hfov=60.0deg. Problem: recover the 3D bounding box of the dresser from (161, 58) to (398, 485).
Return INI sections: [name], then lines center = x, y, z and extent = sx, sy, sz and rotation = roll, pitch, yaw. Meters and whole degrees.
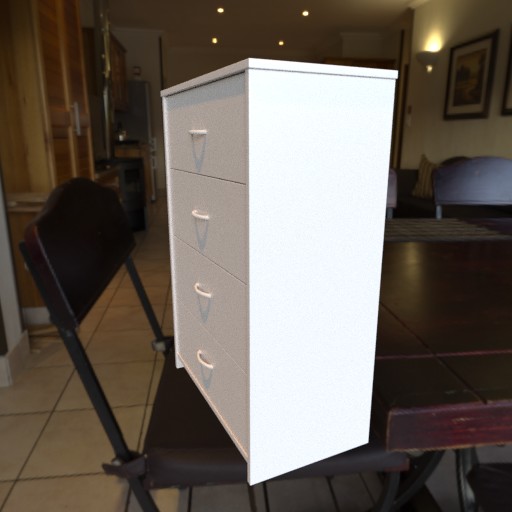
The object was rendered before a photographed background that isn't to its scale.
[dresser]
center = 0.000, 0.000, 1.392
extent = 0.401, 1.021, 0.704
rotation = -7, 16, -25
